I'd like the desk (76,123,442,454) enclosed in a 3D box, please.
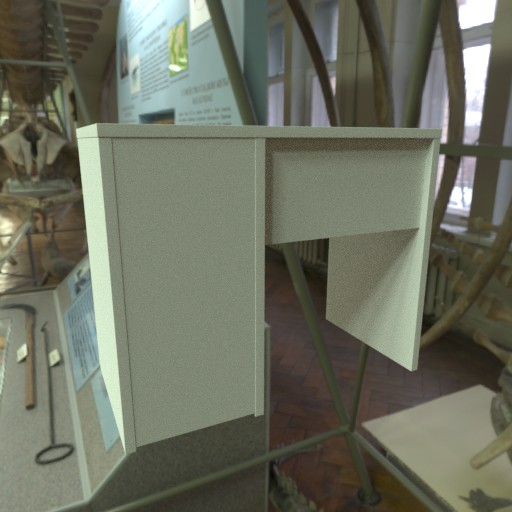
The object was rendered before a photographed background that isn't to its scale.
[{"bbox_3d":[0.000,0.000,1.323,0.898,0.730,0.482,-7,16,-25],"label":"desk"}]
